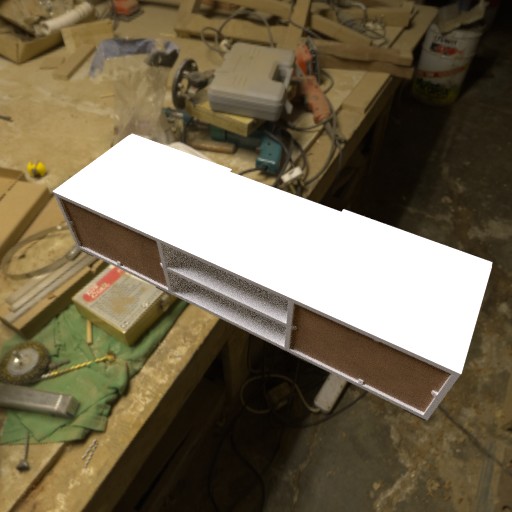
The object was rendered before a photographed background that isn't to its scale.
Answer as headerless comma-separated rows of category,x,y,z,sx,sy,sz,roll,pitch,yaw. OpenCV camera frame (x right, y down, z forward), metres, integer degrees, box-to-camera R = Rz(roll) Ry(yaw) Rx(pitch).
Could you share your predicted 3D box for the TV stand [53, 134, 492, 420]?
TV stand,0.000,0.000,1.557,1.400,0.310,0.420,23,52,19
